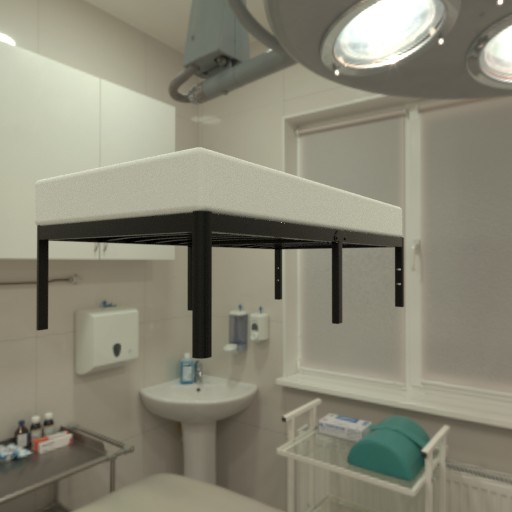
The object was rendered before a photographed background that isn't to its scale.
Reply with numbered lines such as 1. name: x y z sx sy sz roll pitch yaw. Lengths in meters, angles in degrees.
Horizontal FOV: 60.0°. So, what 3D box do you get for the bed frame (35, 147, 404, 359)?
1. bed frame: 0.000 0.000 2.437 1.023 0.659 1.950 0 -1 36
